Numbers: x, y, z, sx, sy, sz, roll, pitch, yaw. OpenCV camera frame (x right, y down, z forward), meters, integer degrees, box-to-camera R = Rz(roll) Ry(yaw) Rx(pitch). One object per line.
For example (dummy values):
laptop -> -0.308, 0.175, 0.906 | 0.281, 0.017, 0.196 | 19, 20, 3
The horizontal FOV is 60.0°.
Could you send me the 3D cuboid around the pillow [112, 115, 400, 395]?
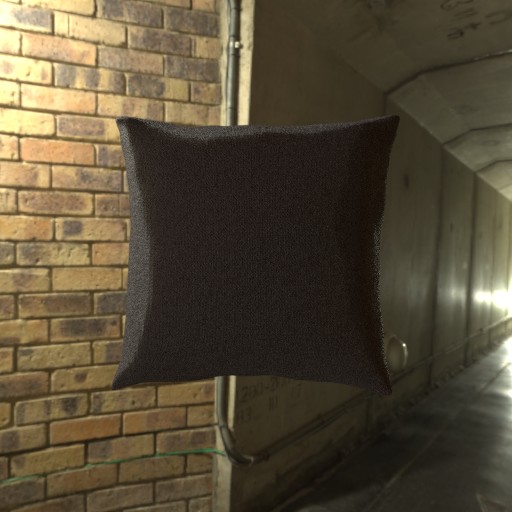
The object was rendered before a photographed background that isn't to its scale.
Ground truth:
pillow -> 0.000, 0.000, 0.701 | 0.452, 0.439, 0.204 | 0, 1, 0
